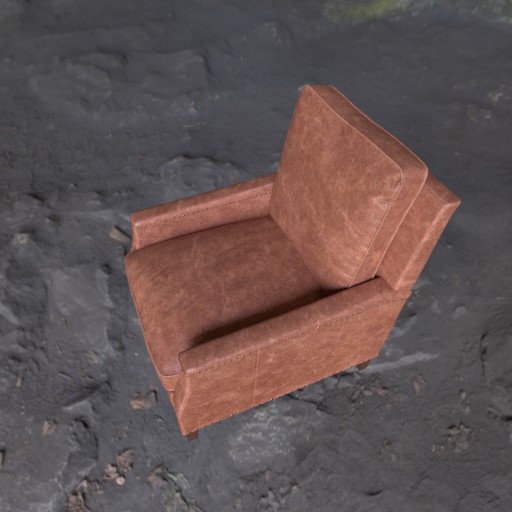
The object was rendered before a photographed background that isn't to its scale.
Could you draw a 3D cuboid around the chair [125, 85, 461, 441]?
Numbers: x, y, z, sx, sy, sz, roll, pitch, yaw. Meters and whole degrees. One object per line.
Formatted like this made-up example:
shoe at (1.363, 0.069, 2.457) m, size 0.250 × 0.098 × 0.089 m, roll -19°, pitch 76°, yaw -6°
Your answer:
chair at (0.000, 0.000, 1.817) m, size 1.035 × 1.054 × 0.854 m, roll -17°, pitch 49°, yaw -16°
